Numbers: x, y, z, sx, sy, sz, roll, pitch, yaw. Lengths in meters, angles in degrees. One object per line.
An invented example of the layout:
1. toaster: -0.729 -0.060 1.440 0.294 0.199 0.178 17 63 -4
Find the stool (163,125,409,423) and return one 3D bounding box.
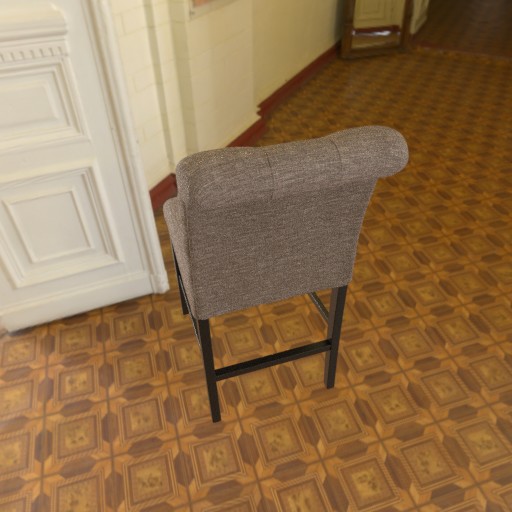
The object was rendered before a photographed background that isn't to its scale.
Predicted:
1. stool: 0.000 0.000 1.311 0.457 0.970 0.611 -12 43 -13
